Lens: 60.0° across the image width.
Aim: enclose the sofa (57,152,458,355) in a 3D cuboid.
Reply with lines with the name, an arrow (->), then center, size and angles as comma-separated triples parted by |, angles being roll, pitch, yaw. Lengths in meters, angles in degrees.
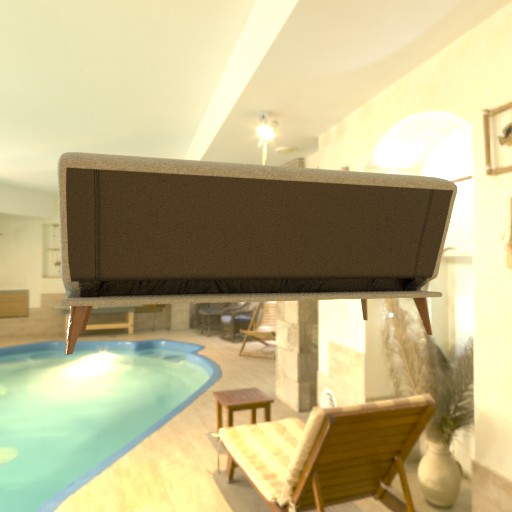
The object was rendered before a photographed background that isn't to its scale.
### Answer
sofa -> 0.000, 0.000, 2.273 | 1.800, 0.810, 0.860 | 0, -1, -17
